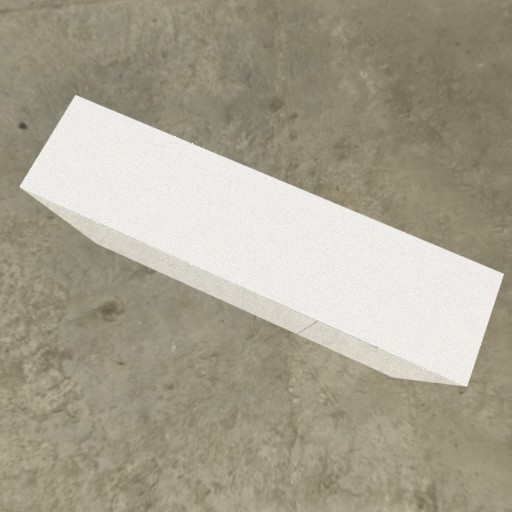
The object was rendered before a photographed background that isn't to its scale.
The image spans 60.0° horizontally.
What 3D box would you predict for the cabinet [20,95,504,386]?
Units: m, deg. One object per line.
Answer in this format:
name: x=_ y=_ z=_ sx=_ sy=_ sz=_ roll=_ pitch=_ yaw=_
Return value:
cabinet: x=0.000 y=0.000 z=1.916 sx=1.650 sy=0.800 sz=0.400 roll=24 pitch=78 yaw=5
